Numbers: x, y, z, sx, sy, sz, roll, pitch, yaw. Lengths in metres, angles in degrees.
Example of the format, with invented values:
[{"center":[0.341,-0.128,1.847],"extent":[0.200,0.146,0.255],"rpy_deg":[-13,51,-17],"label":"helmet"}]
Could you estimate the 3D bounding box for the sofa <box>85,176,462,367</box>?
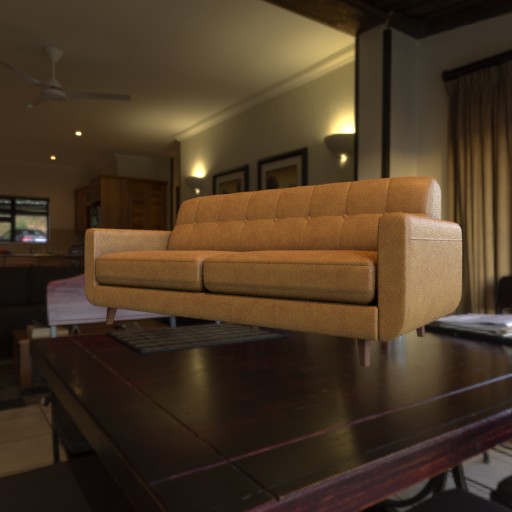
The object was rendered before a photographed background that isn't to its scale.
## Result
[{"center":[0.000,0.000,2.682],"extent":[2.137,0.892,0.980],"rpy_deg":[0,1,37],"label":"sofa"}]
